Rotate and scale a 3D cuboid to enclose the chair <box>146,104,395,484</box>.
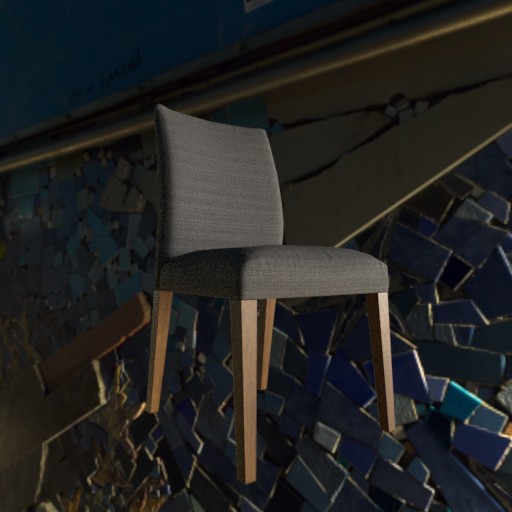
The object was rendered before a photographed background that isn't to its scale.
[{"bbox_3d":[0.000,0.000,1.286,0.496,0.940,0.585,1,-2,-37],"label":"chair"}]
